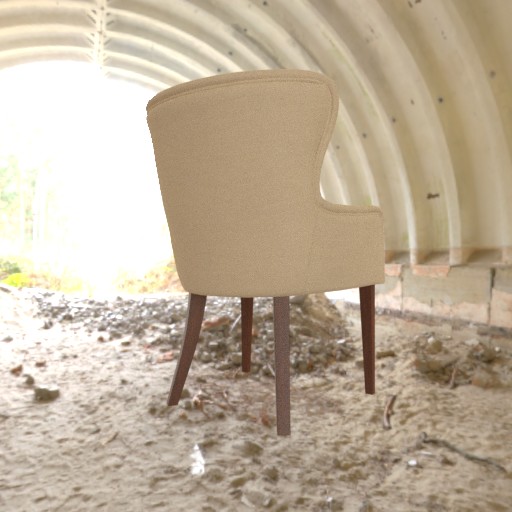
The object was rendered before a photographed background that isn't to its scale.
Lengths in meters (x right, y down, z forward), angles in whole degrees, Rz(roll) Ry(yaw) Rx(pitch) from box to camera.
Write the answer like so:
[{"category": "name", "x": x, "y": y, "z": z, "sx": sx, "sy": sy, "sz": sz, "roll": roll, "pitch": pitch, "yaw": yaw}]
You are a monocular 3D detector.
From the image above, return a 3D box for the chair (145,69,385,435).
[{"category": "chair", "x": 0.000, "y": 0.000, "z": 1.506, "sx": 0.696, "sy": 0.990, "sz": 0.744, "roll": -1, "pitch": -1, "yaw": 35}]
